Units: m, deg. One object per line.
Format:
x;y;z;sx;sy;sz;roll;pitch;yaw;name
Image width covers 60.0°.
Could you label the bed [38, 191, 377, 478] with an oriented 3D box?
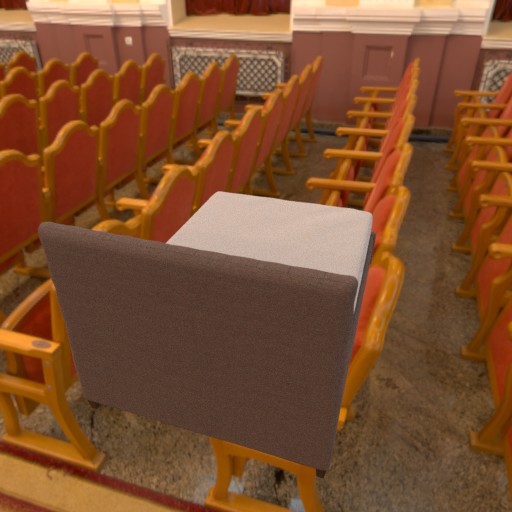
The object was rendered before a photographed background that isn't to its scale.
0.000;0.000;3.422;1.698;1.427;2.387;10;33;16;bed
